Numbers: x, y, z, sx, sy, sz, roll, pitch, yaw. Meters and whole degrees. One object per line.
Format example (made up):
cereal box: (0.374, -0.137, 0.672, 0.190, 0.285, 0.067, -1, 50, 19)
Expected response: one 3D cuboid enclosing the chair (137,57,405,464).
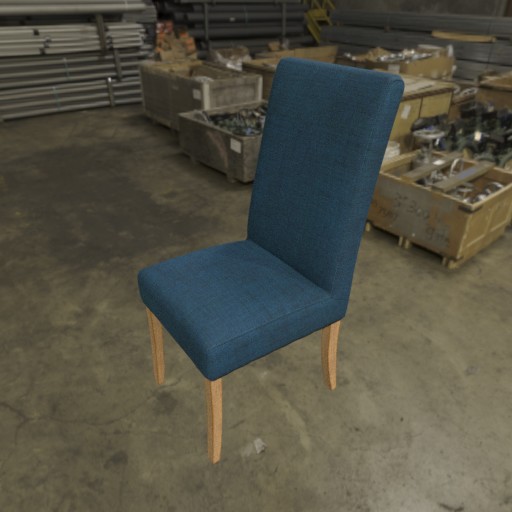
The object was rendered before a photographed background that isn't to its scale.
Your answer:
chair: (0.000, 0.000, 1.339, 0.610, 1.029, 0.450, -20, 37, -30)
